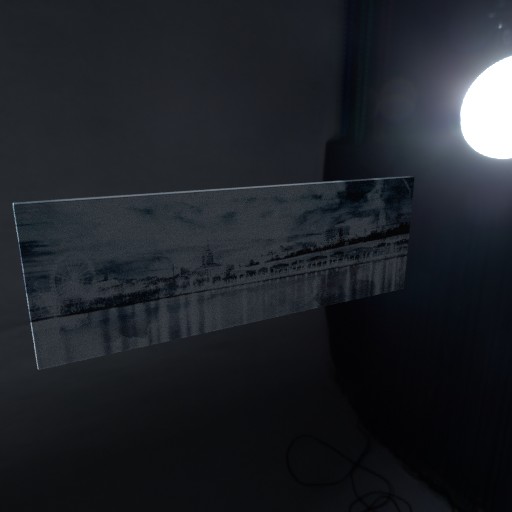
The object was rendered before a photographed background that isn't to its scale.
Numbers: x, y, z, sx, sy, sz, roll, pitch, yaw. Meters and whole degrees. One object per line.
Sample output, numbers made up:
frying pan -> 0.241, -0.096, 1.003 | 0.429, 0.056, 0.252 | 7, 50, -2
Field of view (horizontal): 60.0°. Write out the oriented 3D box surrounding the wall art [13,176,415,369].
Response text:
wall art -> 0.000, 0.000, 1.641 | 1.524, 0.509, 0.037 | -8, 18, -27
